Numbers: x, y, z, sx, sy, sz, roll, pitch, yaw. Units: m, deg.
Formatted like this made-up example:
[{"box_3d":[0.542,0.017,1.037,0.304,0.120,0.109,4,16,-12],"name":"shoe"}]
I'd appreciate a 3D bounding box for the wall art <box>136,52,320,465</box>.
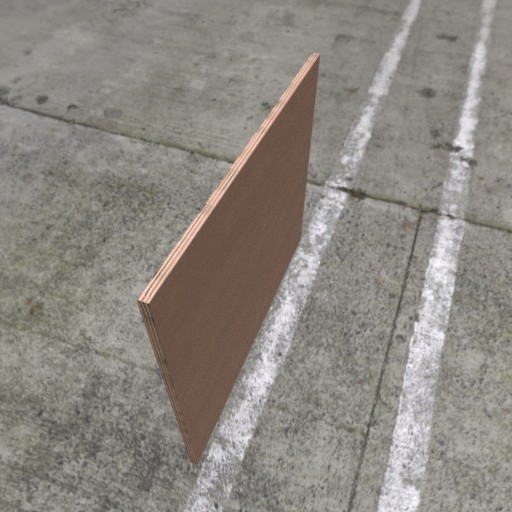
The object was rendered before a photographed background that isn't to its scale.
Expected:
[{"box_3d":[0.000,0.000,0.674,0.012,0.408,0.508,16,50,14],"name":"wall art"}]
